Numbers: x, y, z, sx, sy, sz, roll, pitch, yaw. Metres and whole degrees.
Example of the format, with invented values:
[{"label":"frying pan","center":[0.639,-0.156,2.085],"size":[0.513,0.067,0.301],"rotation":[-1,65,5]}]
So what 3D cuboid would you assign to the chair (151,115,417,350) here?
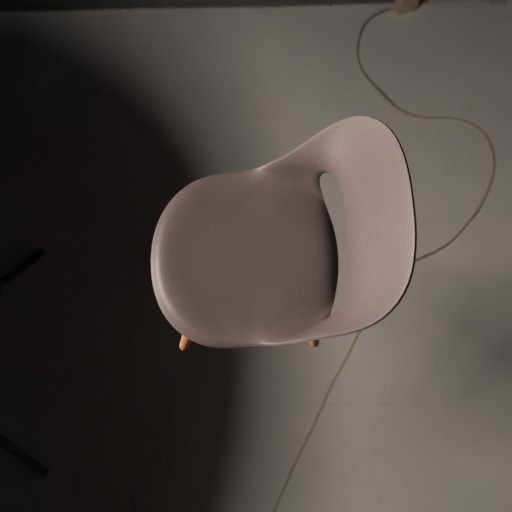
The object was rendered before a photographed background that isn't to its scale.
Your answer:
[{"label":"chair","center":[0.000,0.000,1.159],"size":[0.556,0.794,0.470],"rotation":[-2,77,0]}]
